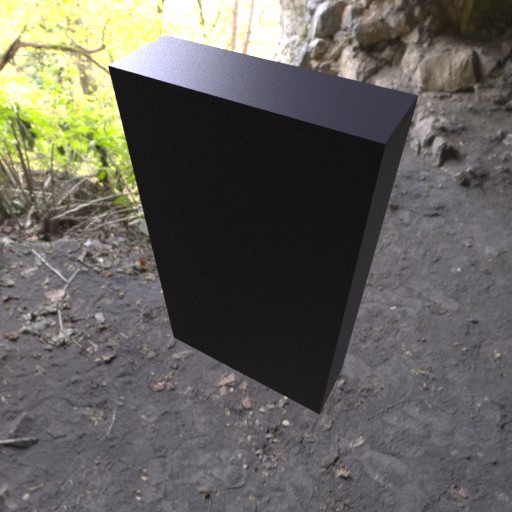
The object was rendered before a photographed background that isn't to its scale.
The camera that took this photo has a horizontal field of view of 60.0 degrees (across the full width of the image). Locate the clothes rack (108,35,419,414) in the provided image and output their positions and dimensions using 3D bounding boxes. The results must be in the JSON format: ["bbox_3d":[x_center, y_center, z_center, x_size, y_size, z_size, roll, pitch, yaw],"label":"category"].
[{"bbox_3d":[0.000,0.000,1.567,0.750,1.280,0.250,23,51,20],"label":"clothes rack"}]
